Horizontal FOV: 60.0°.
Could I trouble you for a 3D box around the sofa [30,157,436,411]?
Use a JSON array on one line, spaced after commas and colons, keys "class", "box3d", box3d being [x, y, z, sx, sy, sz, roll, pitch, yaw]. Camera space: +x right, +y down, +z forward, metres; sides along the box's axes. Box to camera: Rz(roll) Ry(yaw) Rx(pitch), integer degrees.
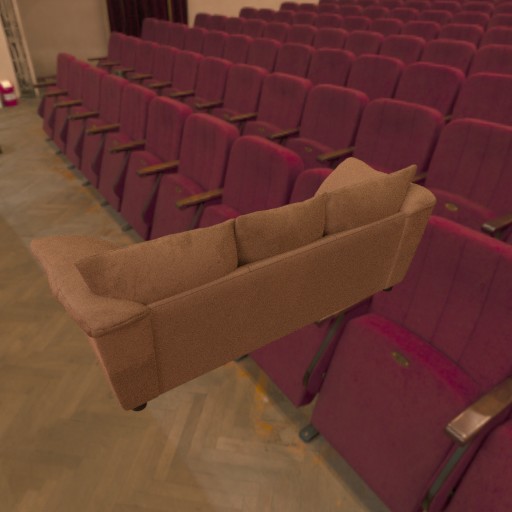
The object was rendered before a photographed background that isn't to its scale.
[{"class": "sofa", "box3d": [0.000, 0.000, 2.777, 2.377, 0.981, 0.893, -19, 37, -28]}]
